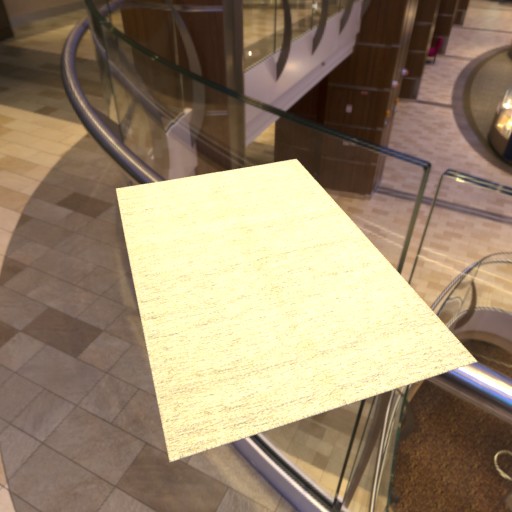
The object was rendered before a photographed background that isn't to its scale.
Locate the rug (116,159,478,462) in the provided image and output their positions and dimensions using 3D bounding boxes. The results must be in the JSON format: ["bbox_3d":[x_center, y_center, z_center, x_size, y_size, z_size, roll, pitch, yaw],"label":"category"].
[{"bbox_3d":[0.000,0.000,2.300,1.250,0.015,1.850,-12,41,-15],"label":"rug"}]
